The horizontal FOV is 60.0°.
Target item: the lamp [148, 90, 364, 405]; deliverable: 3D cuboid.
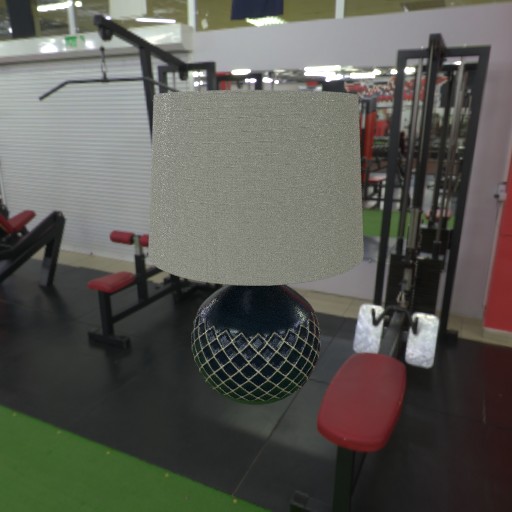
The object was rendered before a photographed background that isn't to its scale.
[{"bbox_3d":[0.000,0.000,0.798,0.376,0.540,0.376,0,17,0],"label":"lamp"}]
